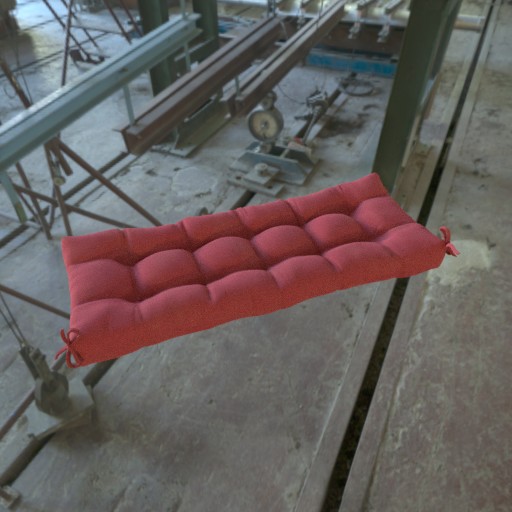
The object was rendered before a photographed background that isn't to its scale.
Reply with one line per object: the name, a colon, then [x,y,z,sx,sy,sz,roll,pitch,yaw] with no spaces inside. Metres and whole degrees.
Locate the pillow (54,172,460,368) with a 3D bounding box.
pillow: [0.000,0.000,1.356,1.194,0.174,0.511,-14,44,-15]
